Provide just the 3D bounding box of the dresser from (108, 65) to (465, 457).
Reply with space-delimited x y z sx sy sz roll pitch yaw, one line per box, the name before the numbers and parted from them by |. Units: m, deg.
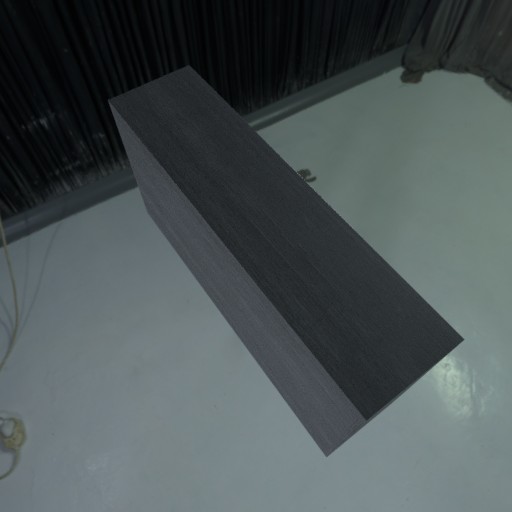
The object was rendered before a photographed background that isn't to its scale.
dresser | 0.000 0.000 1.940 0.400 0.795 1.590 -32 64 -17
